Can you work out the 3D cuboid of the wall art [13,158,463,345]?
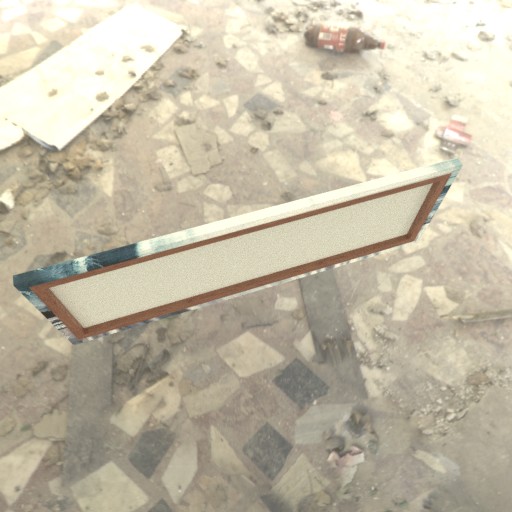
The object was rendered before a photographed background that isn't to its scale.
[{"bbox_3d":[0.000,0.000,1.661,1.524,0.509,0.037,-16,60,-9],"label":"wall art"}]
